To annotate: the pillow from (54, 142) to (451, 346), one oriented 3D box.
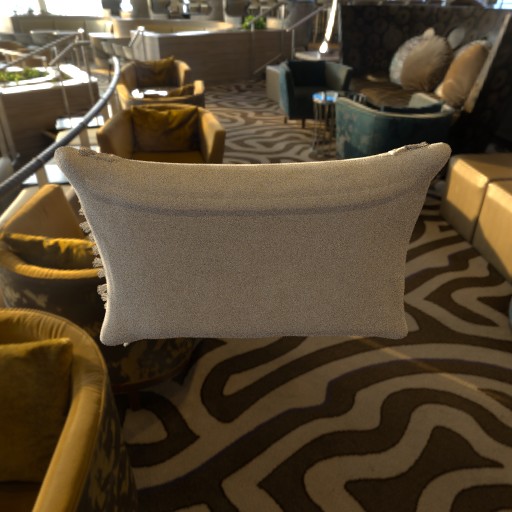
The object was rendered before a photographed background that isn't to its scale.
[{"bbox_3d":[0.000,0.000,0.593,0.466,0.305,0.084,-1,31,-2],"label":"pillow"}]
